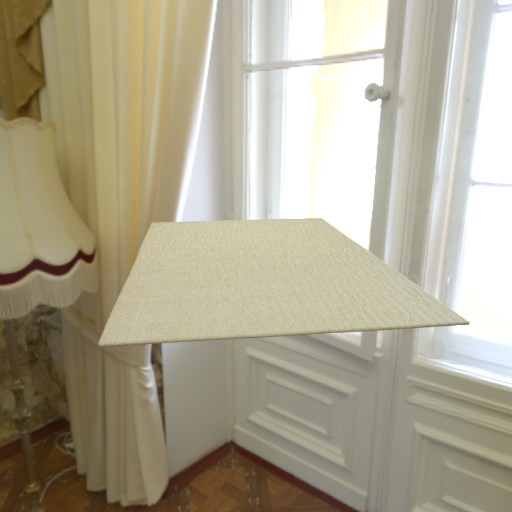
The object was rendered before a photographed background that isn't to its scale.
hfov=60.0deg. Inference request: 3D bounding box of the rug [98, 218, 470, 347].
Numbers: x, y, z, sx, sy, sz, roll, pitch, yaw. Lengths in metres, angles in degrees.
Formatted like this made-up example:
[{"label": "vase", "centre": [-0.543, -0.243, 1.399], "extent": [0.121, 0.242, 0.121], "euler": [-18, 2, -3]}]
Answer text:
[{"label": "rug", "centre": [0.000, 0.000, 2.316], "extent": [1.238, 0.014, 1.848], "euler": [-2, 16, -7]}]
